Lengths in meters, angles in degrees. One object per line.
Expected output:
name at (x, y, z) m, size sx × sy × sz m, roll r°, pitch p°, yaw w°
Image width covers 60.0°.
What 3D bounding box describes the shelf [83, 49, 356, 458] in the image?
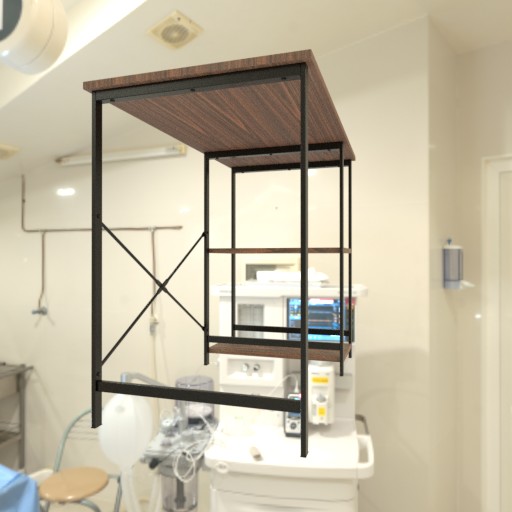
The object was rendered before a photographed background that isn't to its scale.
shelf at (0.000, 0.000, 1.310) m, size 0.498 × 0.750 × 0.902 m, roll 0°, pitch 0°, yaw 18°
